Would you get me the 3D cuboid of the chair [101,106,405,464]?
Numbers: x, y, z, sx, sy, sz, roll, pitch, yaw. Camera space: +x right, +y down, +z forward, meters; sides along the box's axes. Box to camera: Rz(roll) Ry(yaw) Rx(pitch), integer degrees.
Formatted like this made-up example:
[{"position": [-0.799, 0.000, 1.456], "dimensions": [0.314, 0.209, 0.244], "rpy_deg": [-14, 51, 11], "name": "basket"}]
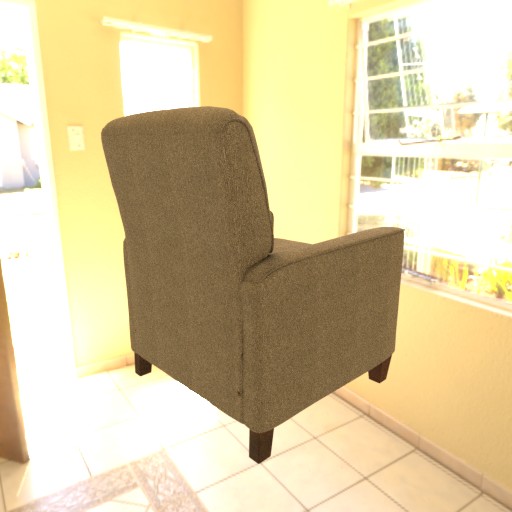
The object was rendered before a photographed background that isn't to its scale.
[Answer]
[{"position": [0.000, 0.000, 1.683], "dimensions": [0.858, 1.028, 0.841], "rpy_deg": [-13, 19, -42], "name": "chair"}]
